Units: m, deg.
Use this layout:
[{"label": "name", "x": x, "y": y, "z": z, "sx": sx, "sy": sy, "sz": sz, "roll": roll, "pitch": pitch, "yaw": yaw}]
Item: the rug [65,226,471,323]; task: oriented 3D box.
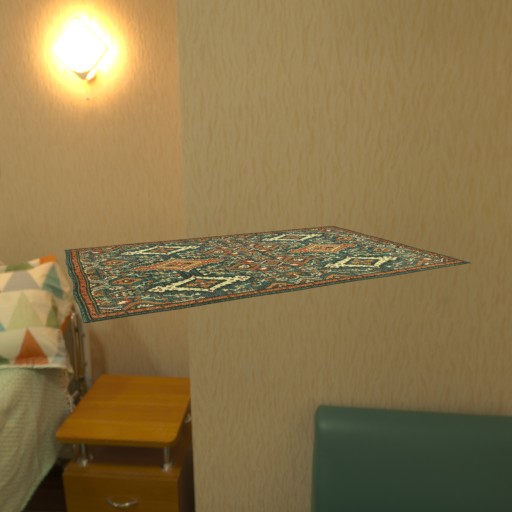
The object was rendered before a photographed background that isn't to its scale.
[{"label": "rug", "x": 0.000, "y": 0.000, "z": 4.313, "sx": 3.371, "sy": 0.008, "sz": 2.190, "roll": -6, "pitch": 15, "yaw": -25}]
